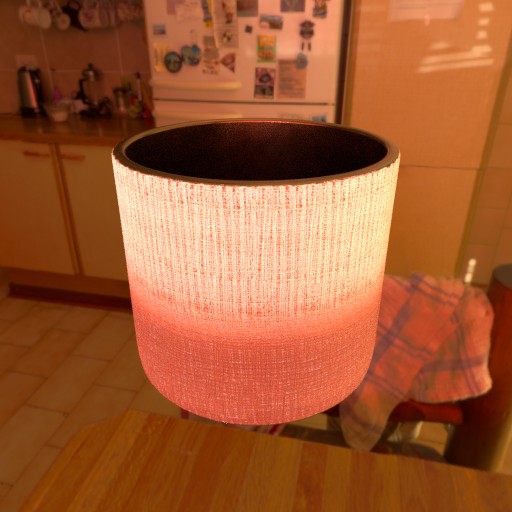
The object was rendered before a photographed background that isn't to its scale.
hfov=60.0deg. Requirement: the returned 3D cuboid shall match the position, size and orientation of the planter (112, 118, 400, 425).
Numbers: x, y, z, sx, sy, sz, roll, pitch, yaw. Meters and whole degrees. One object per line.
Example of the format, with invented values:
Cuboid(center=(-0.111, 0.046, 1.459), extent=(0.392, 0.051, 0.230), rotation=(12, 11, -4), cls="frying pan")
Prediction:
Cuboid(center=(0.000, 0.000, 0.391), extent=(0.221, 0.201, 0.221), rotation=(0, 27, 0), cls="planter")
